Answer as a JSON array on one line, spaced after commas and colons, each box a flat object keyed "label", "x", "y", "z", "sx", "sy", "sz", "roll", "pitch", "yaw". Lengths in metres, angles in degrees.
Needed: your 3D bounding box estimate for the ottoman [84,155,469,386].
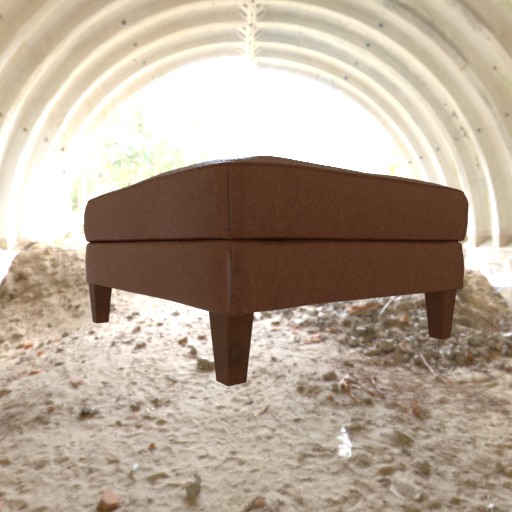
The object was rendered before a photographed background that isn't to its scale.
[{"label": "ottoman", "x": 0.000, "y": 0.000, "z": 1.426, "sx": 0.836, "sy": 0.472, "sz": 0.987, "roll": -1, "pitch": 2, "yaw": -36}]
